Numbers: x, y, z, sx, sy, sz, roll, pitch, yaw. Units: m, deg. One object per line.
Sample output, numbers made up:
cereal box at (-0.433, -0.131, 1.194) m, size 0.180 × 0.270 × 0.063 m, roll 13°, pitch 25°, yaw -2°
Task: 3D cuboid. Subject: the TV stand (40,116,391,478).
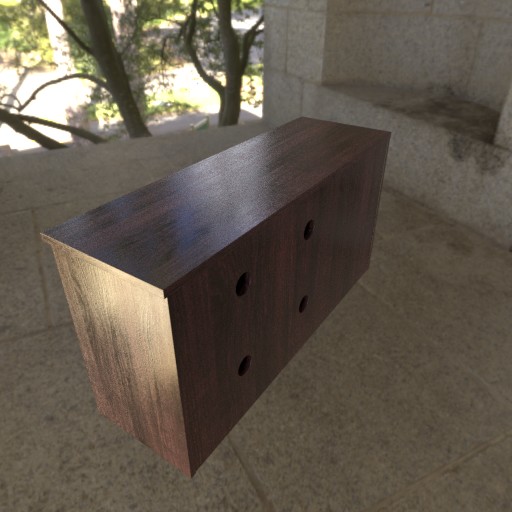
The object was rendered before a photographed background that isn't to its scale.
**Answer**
TV stand at (0.000, 0.000, 1.490) m, size 0.404 × 0.614 × 1.192 m, roll 20°, pitch 37°, yaw 29°
